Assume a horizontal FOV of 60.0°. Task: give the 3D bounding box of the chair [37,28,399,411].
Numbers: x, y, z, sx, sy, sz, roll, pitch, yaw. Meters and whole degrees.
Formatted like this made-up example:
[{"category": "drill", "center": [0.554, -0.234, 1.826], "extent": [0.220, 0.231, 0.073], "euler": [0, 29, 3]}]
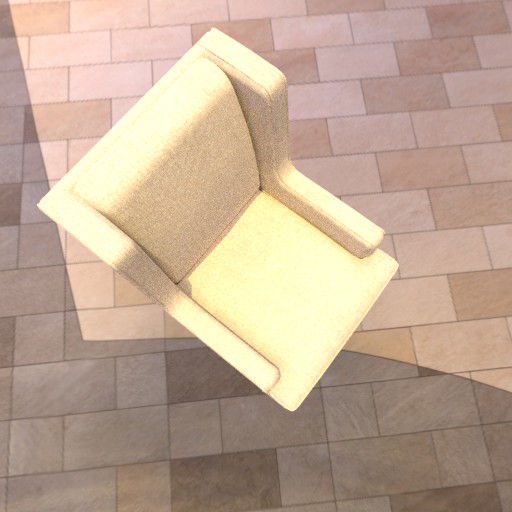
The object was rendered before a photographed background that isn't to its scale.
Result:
[{"category": "chair", "center": [0.000, 0.000, 1.711], "extent": [0.948, 1.082, 0.764], "euler": [37, 77, 10]}]
